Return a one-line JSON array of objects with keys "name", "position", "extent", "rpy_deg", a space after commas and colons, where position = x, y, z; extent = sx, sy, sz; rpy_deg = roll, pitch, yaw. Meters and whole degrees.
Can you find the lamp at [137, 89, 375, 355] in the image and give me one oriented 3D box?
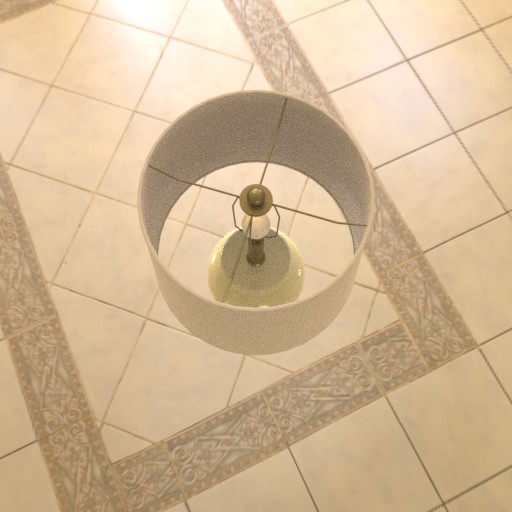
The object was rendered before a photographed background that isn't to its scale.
[{"name": "lamp", "position": [0.000, 0.000, 0.544], "extent": [0.239, 0.399, 0.239], "rpy_deg": [0, 76, 0]}]
